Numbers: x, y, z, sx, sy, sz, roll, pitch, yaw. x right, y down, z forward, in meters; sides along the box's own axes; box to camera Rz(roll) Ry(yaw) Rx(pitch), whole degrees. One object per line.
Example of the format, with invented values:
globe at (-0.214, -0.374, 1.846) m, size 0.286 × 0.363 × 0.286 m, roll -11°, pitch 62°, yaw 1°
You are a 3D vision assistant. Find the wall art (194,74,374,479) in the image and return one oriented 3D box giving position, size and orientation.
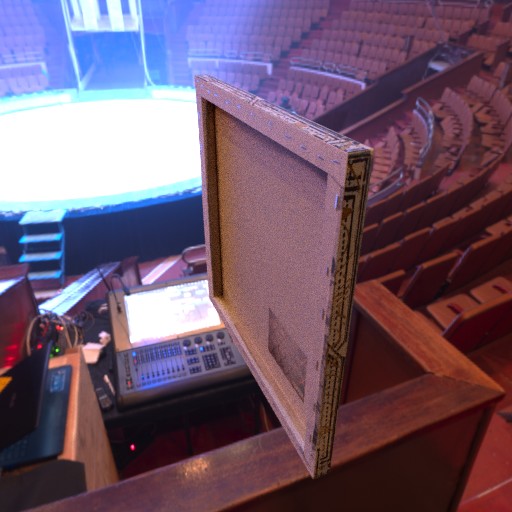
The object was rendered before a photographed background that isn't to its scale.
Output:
wall art at (0.000, 0.000, 0.898) m, size 0.036 × 0.607 × 0.609 m, roll -12°, pitch 33°, yaw -20°
